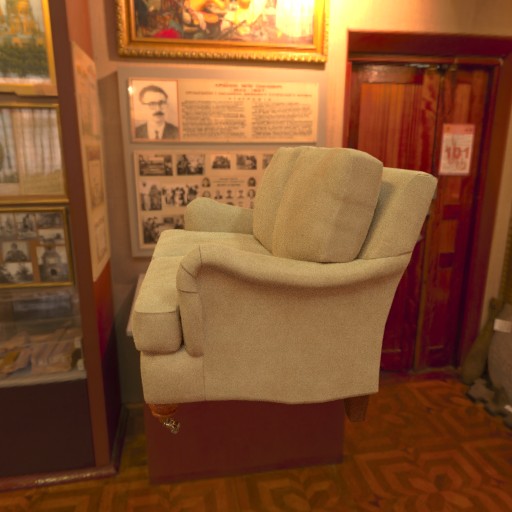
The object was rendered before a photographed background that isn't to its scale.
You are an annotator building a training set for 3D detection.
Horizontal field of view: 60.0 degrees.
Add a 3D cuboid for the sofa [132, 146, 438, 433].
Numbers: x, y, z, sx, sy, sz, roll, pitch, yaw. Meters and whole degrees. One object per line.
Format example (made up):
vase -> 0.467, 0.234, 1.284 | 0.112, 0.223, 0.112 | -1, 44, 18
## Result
sofa -> 0.000, 0.000, 2.253 | 1.086, 1.087, 1.498 | -2, 14, -8
